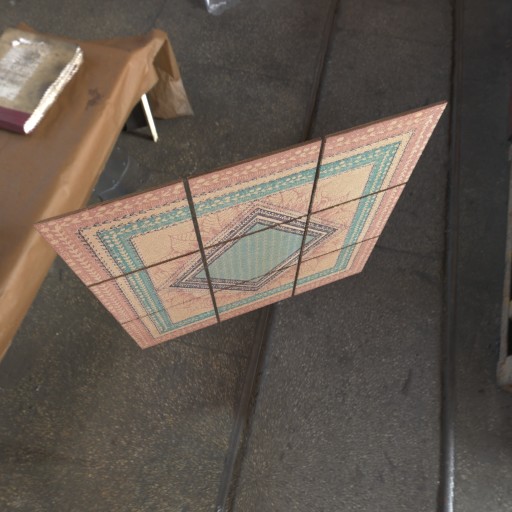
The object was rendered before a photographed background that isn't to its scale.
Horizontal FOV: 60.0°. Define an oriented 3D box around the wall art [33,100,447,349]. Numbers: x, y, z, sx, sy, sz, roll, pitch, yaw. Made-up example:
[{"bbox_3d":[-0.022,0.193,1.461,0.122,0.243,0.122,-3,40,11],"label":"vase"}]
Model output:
[{"bbox_3d":[0.000,0.000,2.225,1.527,1.525,0.014,-19,65,-9],"label":"wall art"}]
